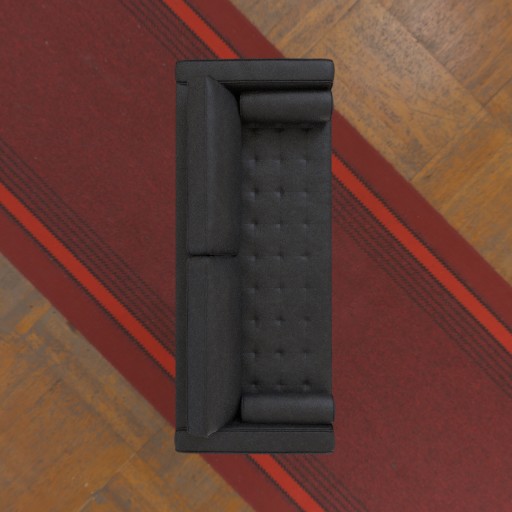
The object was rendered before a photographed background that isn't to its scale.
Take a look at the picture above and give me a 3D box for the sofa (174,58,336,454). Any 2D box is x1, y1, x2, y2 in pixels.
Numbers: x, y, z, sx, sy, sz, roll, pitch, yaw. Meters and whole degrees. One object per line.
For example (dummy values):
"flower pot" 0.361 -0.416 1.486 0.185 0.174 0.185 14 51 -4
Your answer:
"sofa" 0.000 0.000 2.624 0.914 0.762 2.210 0 90 0
